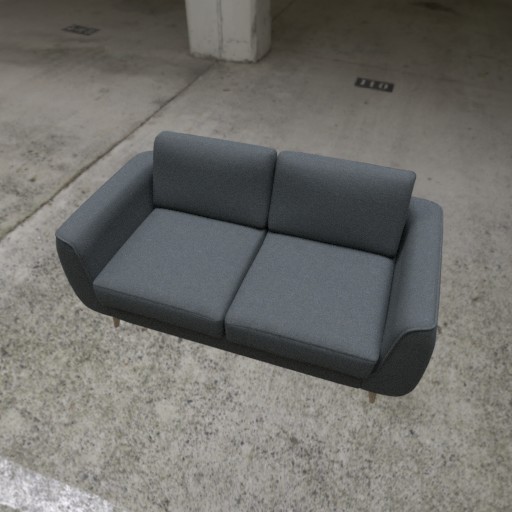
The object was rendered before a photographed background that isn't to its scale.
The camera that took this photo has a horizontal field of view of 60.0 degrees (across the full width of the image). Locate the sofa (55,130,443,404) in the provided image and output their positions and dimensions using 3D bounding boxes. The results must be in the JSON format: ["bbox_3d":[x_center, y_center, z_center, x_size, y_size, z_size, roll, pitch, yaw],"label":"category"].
[{"bbox_3d":[0.000,0.000,2.218,1.700,0.850,0.920,13,44,14],"label":"sofa"}]
